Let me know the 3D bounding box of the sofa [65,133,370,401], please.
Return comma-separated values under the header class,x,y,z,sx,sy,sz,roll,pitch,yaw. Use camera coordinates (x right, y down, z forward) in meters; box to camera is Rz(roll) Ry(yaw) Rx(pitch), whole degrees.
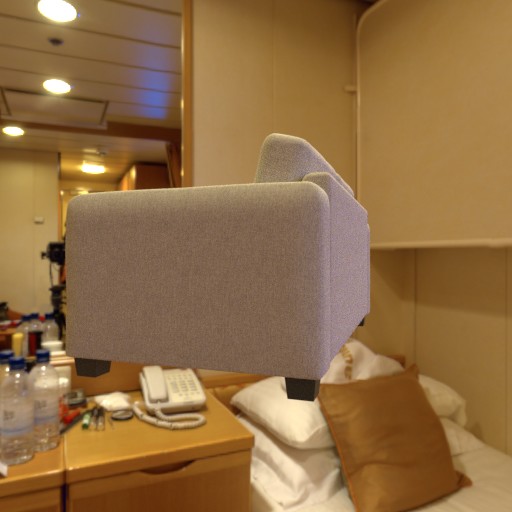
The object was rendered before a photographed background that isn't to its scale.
class,x,y,z,sx,sy,sz,roll,pitch,yaw
sofa,0.000,0.000,2.038,0.900,0.800,1.540,0,0,19
